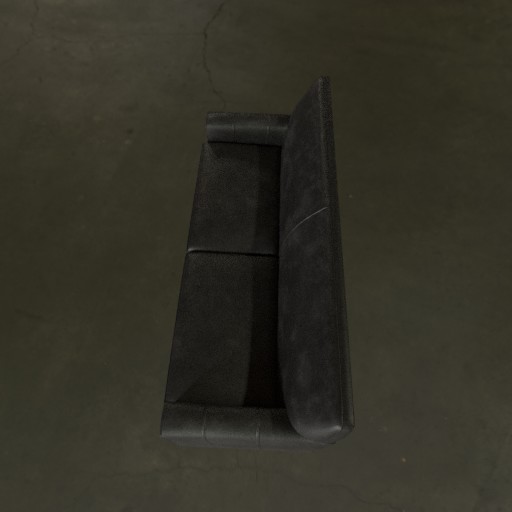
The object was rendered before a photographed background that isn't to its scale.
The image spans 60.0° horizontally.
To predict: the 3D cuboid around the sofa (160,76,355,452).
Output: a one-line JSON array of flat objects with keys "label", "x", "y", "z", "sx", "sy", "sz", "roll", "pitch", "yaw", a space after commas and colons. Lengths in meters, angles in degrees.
[{"label": "sofa", "x": 0.000, "y": 0.000, "z": 2.539, "sx": 0.805, "sy": 0.947, "sz": 2.053, "roll": 2, "pitch": 58, "yaw": 1}]
